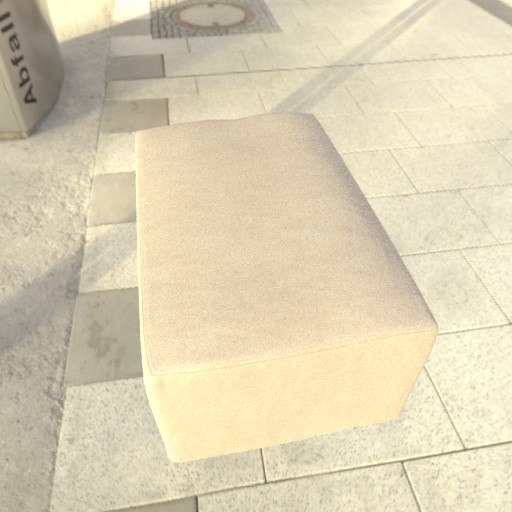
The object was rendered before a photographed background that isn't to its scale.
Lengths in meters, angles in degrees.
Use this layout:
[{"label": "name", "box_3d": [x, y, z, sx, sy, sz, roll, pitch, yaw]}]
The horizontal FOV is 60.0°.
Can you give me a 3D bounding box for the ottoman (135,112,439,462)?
[{"label": "ottoman", "box_3d": [0.000, 0.000, 1.198, 0.590, 0.444, 0.872, -8, 47, -8]}]
